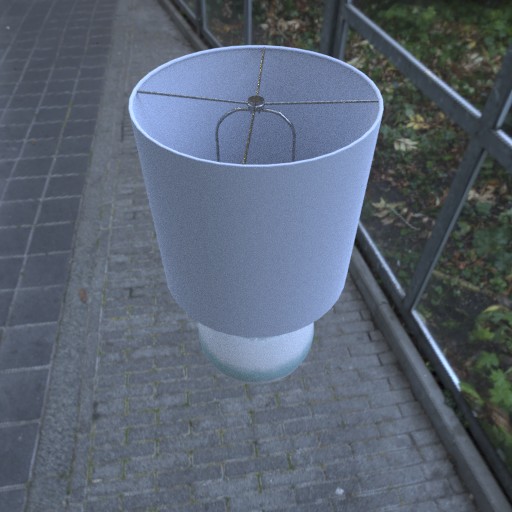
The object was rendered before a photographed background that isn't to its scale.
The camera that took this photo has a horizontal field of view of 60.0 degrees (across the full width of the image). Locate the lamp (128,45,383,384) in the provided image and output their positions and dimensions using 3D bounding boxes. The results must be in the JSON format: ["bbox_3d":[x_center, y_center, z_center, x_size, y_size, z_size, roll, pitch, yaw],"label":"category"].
[{"bbox_3d":[0.000,0.000,0.528,0.217,0.404,0.217,3,46,3],"label":"lamp"}]
